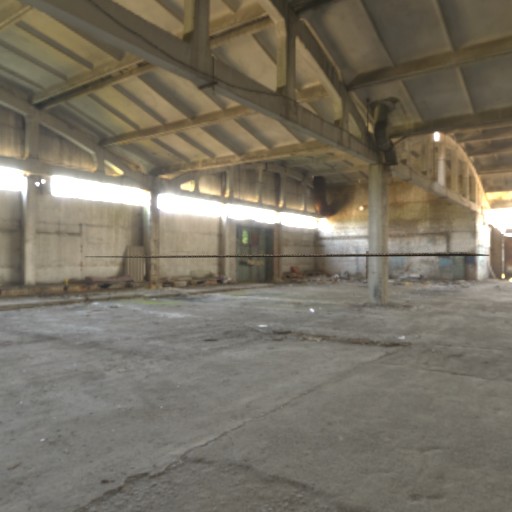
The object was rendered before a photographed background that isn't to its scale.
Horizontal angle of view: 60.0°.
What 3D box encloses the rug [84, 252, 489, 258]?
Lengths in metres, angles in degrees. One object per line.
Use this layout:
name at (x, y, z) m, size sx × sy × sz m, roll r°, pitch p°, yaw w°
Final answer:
rug at (0.000, 0.000, 2.681) m, size 2.443 × 0.009 × 0.706 m, roll 0°, pitch -1°, yaw 35°
